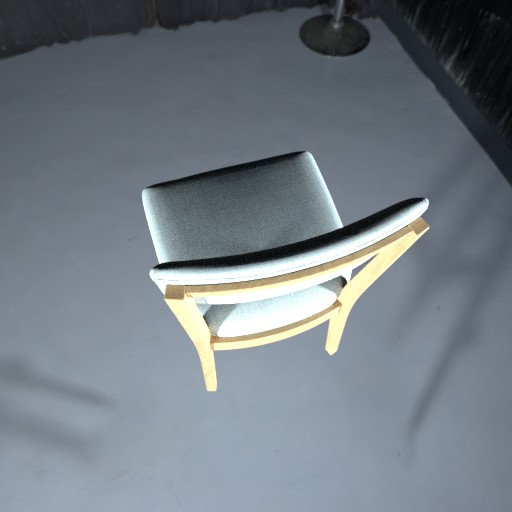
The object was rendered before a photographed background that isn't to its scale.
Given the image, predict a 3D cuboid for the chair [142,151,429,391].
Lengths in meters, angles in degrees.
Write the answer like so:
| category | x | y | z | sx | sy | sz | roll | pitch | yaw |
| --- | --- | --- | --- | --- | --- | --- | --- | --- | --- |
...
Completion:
| category | x | y | z | sx | sy | sz | roll | pitch | yaw |
| --- | --- | --- | --- | --- | --- | --- | --- | --- | --- |
| chair | 0.000 | 0.000 | 1.177 | 0.508 | 0.832 | 0.572 | -15 | 60 | -9 |
